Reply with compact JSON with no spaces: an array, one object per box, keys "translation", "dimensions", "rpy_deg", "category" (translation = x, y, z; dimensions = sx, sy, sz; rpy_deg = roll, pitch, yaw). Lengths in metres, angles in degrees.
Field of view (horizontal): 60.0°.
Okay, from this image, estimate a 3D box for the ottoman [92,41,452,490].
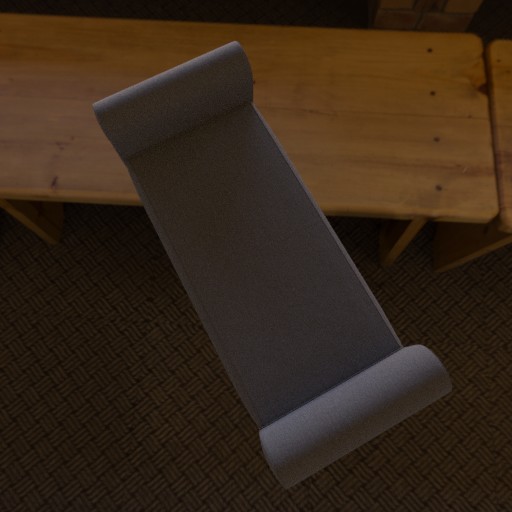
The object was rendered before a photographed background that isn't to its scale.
[{"translation":[0.000,0.000,1.500],"dimensions":[0.521,0.547,1.256],"rpy_deg":[-27,76,-7],"category":"ottoman"}]
